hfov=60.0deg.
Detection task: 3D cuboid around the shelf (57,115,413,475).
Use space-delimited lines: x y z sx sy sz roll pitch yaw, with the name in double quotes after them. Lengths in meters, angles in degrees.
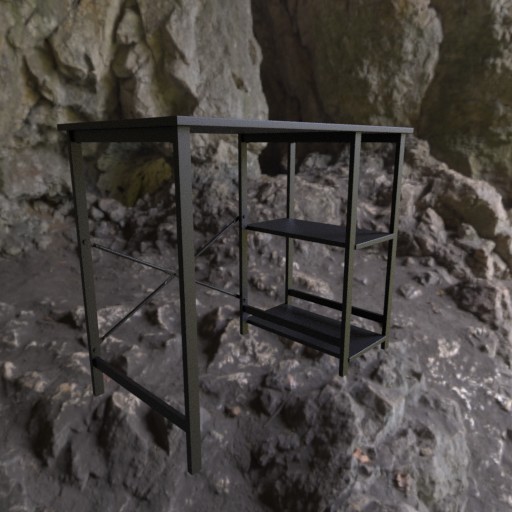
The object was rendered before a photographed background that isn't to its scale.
0.000 0.000 1.333 0.498 0.749 0.902 13 20 43 "shelf"
